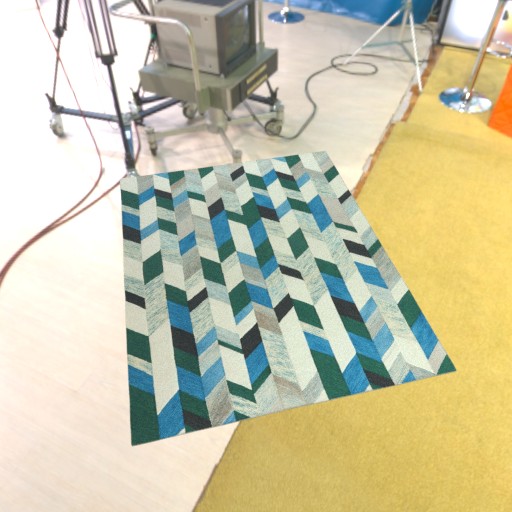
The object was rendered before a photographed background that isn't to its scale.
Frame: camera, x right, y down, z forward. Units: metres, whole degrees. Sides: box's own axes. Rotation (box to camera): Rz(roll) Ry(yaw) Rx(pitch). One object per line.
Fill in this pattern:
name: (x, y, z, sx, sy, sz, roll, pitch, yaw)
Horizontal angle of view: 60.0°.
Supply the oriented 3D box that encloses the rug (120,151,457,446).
rug: (0.000, 0.000, 4.163, 2.440, 0.008, 3.036, -10, 47, -9)
